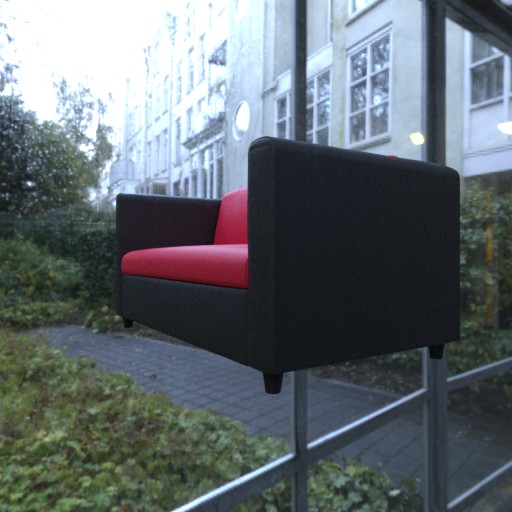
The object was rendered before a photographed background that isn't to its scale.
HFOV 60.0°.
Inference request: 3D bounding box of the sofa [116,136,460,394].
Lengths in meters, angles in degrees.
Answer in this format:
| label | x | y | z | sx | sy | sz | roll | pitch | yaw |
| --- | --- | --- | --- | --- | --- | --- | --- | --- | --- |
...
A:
| label | x | y | z | sx | sy | sz | roll | pitch | yaw |
| --- | --- | --- | --- | --- | --- | --- | --- | --- | --- |
| sofa | 0.000 | 0.000 | 1.939 | 0.845 | 0.735 | 1.410 | 0 | 0 | -33 |
